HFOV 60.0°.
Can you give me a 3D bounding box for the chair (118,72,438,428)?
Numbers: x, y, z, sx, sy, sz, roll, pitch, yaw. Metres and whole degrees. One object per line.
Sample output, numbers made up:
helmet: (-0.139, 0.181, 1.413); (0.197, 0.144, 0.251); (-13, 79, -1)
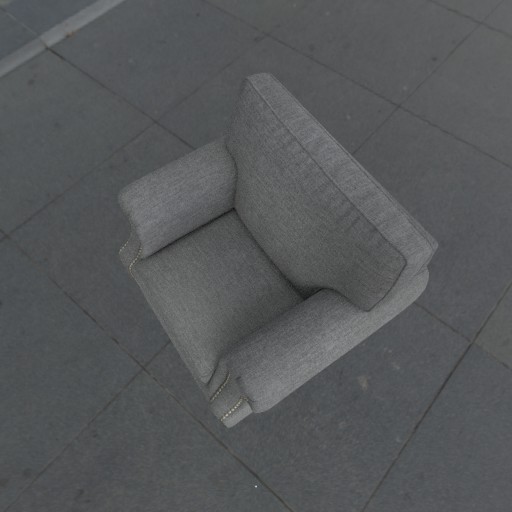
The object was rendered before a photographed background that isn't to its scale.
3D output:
chair: (0.000, 0.000, 1.876); (0.965, 0.961, 1.092); (-31, 67, -15)
